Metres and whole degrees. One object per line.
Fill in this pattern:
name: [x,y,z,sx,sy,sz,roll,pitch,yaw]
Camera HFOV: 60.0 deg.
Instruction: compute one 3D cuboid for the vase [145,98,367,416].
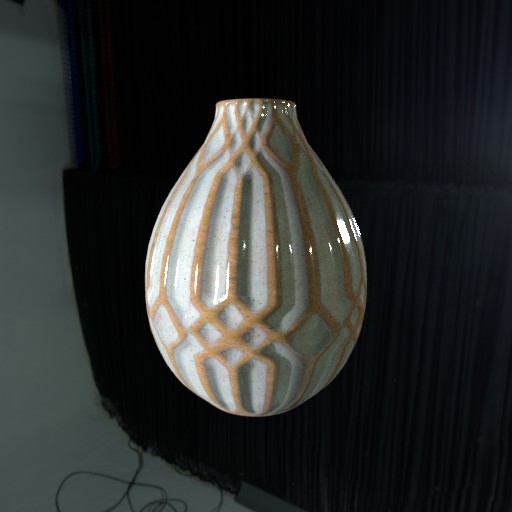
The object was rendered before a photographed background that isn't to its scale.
vase: [0.000,0.000,0.266,0.131,0.175,0.131,0,13,0]
